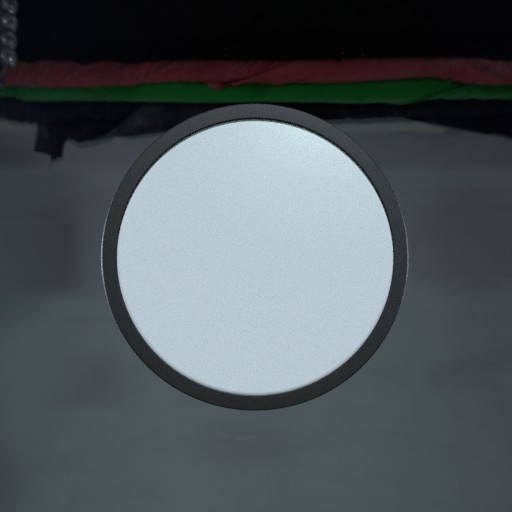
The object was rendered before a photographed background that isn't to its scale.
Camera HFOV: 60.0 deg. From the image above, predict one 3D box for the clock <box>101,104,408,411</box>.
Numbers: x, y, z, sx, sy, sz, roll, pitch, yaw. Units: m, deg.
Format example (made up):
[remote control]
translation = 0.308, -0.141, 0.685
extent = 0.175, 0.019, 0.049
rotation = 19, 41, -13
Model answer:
[clock]
translation = 0.000, 0.000, 0.438
extent = 0.293, 0.293, 0.040
rotation = 0, -2, -2
